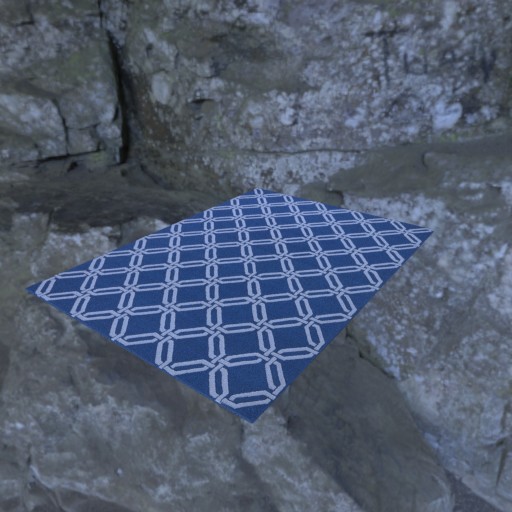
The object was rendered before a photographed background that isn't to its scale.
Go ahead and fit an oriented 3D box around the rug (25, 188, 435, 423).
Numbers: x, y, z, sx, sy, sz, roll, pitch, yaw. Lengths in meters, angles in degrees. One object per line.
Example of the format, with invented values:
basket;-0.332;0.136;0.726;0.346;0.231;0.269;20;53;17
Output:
rug;0.000;0.000;4.323;2.432;0.018;3.342;19;33;32
